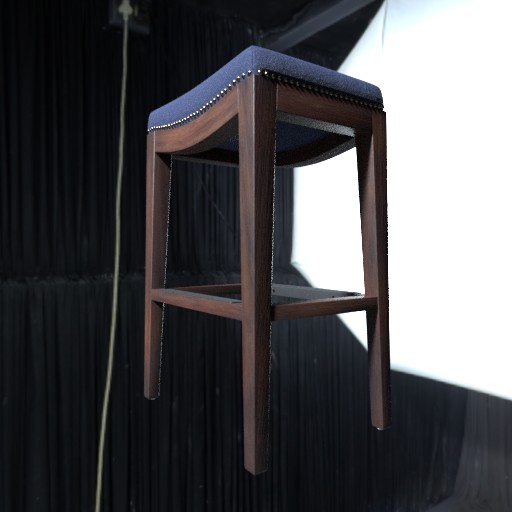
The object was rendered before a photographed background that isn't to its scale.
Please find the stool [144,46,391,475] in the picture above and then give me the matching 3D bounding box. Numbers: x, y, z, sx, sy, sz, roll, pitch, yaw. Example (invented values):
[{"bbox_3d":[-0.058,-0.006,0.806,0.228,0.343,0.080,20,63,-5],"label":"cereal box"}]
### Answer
[{"bbox_3d":[0.000,0.000,1.043,0.358,0.740,0.498,0,1,-35],"label":"stool"}]
